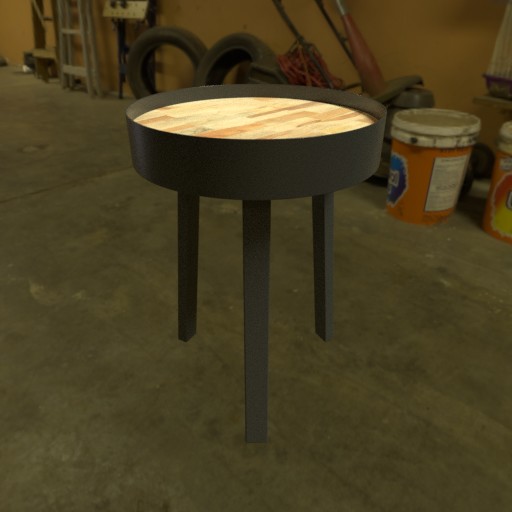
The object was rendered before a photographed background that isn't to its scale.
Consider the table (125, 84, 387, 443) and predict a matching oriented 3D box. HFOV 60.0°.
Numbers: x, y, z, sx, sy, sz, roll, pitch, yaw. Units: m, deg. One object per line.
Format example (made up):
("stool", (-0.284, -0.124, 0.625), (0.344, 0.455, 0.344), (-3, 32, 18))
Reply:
("table", (0.000, 0.000, 0.850), (0.406, 0.559, 0.406), (0, 30, 0))
